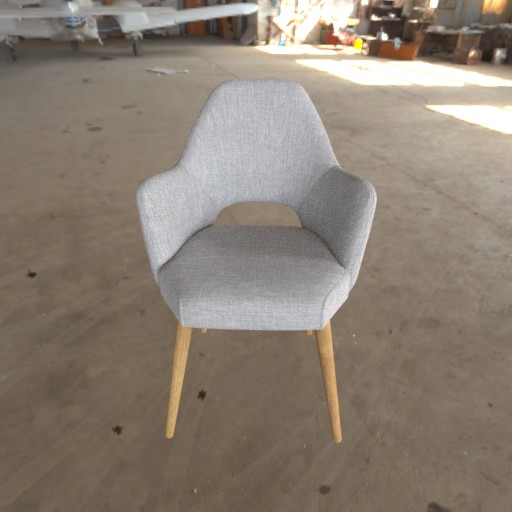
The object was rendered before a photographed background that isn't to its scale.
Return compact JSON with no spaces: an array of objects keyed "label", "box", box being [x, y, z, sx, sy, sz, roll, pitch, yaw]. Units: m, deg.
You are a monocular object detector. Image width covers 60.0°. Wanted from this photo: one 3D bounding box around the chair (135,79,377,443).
[{"label":"chair","box":[0.000,0.000,1.233,0.590,0.840,0.610,1,30,2]}]
